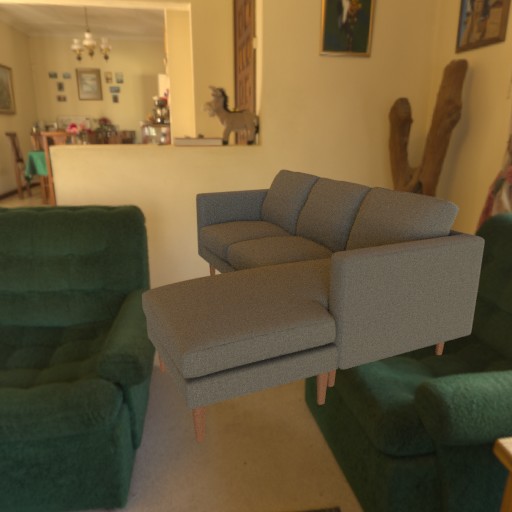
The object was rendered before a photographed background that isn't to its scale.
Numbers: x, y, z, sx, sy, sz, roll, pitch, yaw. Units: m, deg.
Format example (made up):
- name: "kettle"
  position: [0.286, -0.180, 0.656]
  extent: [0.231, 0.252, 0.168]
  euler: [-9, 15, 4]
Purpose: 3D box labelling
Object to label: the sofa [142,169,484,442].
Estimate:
- name: "sofa"
  position: [0.000, 0.000, 2.823]
  extent: [1.591, 0.897, 2.031]
  euler: [-8, 18, -24]
